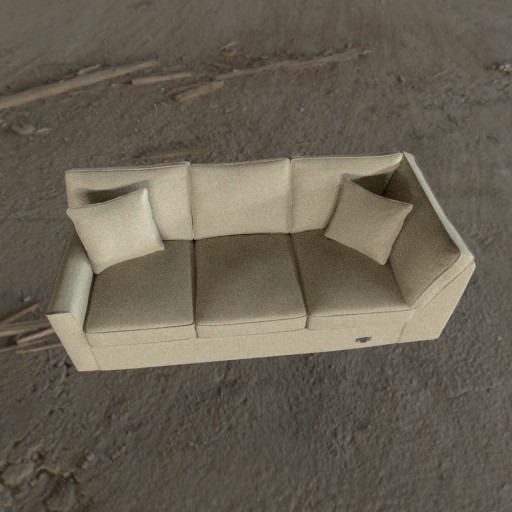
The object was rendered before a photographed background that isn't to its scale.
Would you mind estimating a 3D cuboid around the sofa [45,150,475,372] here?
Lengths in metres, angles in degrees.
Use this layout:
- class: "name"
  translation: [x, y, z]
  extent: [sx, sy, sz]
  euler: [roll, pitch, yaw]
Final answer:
- class: "sofa"
  translation: [0.000, 0.000, 2.827]
  extent: [2.317, 0.962, 1.061]
  euler: [-4, 46, -4]
